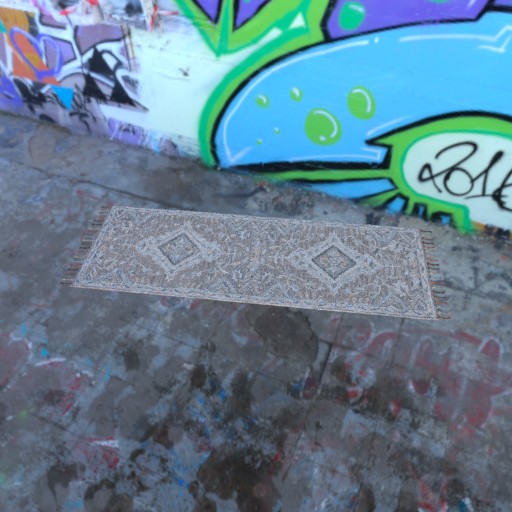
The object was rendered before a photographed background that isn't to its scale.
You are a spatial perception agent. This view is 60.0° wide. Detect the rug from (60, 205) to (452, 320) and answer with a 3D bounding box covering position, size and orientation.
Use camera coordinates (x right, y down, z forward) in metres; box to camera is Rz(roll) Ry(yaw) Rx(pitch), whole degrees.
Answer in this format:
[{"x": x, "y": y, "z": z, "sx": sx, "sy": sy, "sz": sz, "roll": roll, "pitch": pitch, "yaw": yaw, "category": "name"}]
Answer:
[{"x": 0.000, "y": 0.000, "z": 2.792, "sx": 2.378, "sy": 0.018, "sz": 1.324, "roll": 17, "pitch": 49, "yaw": 15, "category": "rug"}]
